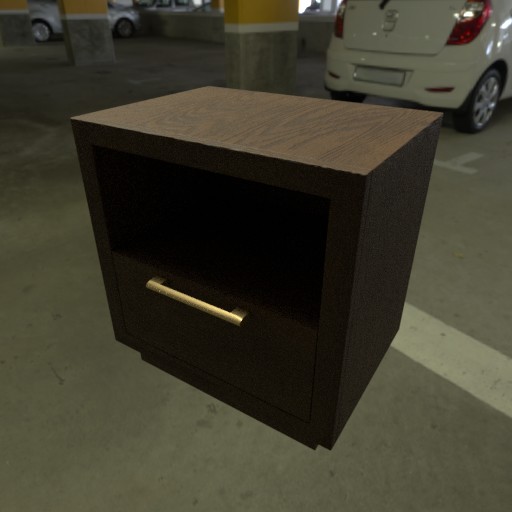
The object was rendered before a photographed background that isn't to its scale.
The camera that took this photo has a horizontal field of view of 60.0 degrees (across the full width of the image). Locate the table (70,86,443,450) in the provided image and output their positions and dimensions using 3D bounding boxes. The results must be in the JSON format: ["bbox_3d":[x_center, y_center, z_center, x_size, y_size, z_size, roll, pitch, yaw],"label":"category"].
[{"bbox_3d":[0.000,0.000,0.952,0.560,0.585,0.439,18,34,28],"label":"table"}]
